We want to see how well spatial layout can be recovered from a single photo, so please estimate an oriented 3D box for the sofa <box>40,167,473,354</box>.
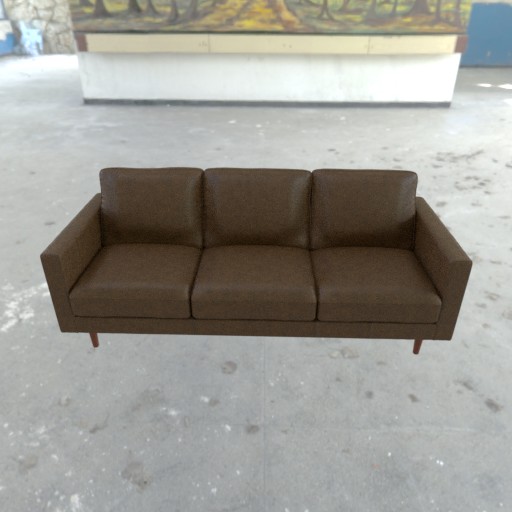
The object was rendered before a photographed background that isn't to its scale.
[{"bbox_3d":[0.000,0.000,2.739,2.231,0.930,0.903,1,30,2],"label":"sofa"}]
